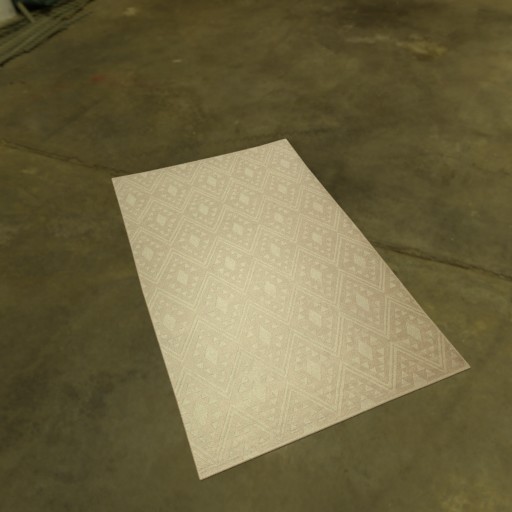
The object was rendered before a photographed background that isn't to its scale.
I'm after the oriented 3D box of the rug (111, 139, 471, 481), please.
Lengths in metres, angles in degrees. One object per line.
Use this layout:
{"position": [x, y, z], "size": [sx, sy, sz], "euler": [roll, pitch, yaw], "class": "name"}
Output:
{"position": [0.000, 0.000, 2.990], "size": [1.553, 0.053, 2.430], "euler": [-16, 49, -15], "class": "rug"}
